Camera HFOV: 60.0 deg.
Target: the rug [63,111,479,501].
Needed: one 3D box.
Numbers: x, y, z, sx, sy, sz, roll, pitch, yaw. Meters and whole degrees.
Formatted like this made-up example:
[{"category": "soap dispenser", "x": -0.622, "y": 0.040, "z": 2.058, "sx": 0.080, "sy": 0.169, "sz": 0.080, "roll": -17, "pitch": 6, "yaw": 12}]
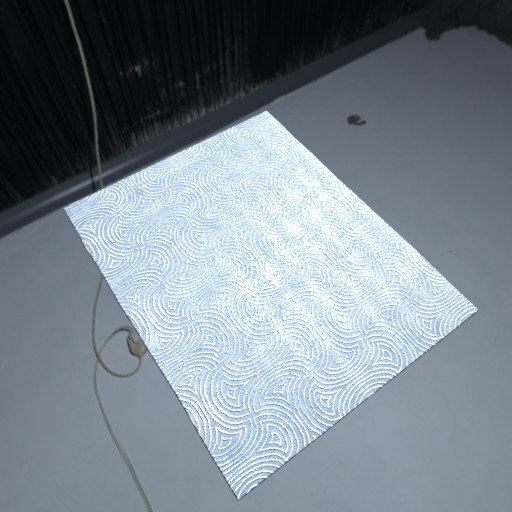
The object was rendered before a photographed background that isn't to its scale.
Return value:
[{"category": "rug", "x": 0.000, "y": 0.000, "z": 4.013, "sx": 2.456, "sy": 0.021, "sz": 3.042, "roll": -31, "pitch": 63, "yaw": -18}]
